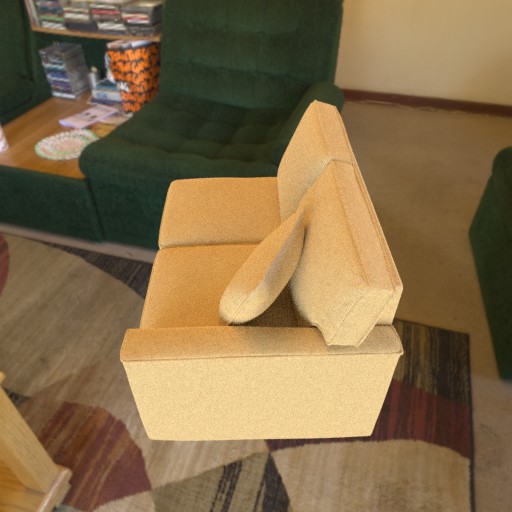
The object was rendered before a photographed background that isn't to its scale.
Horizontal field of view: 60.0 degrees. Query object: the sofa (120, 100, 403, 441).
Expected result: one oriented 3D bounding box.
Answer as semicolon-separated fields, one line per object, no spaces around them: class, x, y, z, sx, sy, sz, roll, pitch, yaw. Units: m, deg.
sofa;0.000;0.000;2.114;0.991;0.989;1.388;-1;42;-1
